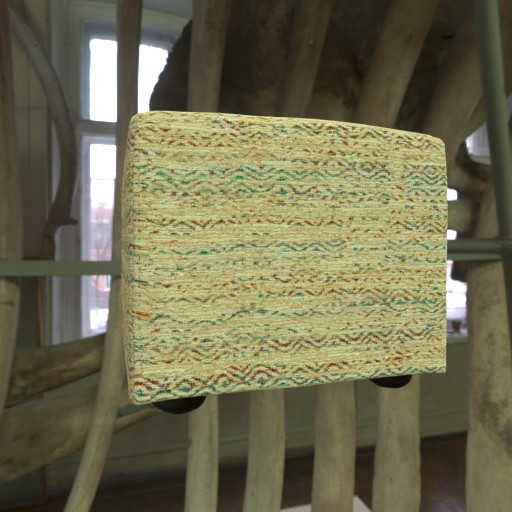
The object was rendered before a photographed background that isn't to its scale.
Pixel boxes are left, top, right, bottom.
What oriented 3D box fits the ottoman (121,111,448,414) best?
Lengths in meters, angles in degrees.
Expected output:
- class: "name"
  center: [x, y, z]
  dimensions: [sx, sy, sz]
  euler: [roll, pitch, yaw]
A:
- class: "ottoman"
  center: [0.000, 0.000, 0.891]
  dimensions: [0.512, 0.453, 0.521]
  euler: [0, 1, -18]
